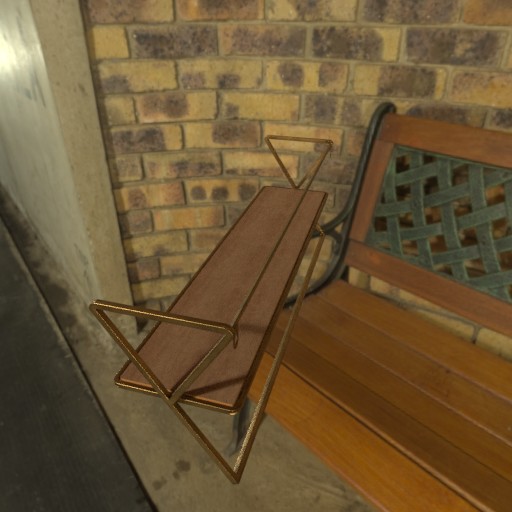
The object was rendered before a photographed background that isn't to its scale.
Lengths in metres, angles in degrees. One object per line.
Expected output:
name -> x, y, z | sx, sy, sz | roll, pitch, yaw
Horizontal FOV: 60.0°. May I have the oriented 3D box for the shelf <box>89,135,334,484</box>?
shelf -> 0.000, 0.000, 0.736 | 0.150, 0.229, 0.645 | 8, 31, 14
